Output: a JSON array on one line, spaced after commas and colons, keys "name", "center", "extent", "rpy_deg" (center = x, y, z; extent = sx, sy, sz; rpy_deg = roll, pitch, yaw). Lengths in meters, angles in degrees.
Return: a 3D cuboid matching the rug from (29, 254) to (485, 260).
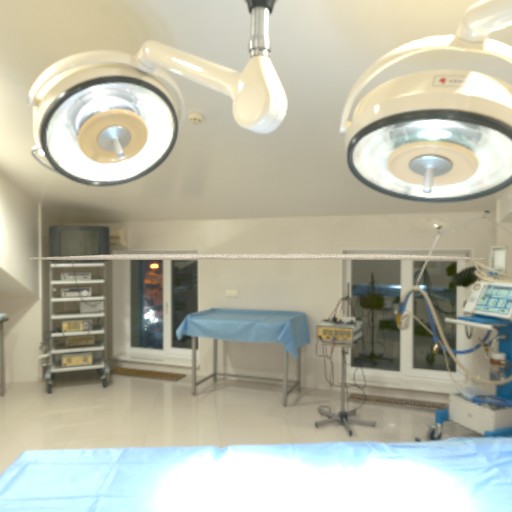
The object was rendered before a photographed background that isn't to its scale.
[{"name": "rug", "center": [0.000, 0.000, 4.472], "extent": [3.359, 0.020, 2.448], "rpy_deg": [0, 1, -1]}]
